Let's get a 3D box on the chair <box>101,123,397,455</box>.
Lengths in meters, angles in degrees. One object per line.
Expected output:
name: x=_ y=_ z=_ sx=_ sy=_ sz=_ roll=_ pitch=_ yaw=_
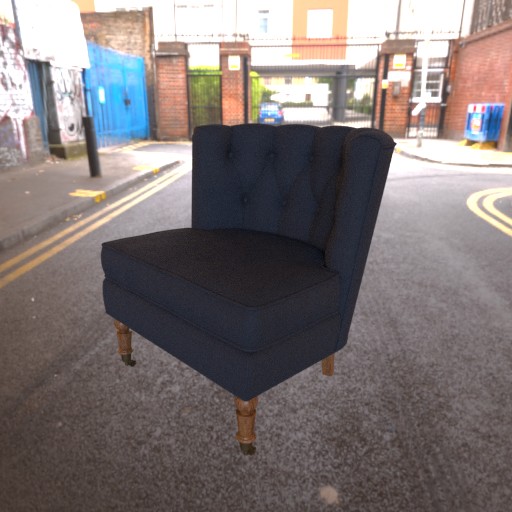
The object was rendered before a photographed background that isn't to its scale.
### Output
chair: x=0.000 y=0.000 z=1.381 sx=0.740 sy=0.771 sz=0.718 roll=18 pitch=25 yaw=42
